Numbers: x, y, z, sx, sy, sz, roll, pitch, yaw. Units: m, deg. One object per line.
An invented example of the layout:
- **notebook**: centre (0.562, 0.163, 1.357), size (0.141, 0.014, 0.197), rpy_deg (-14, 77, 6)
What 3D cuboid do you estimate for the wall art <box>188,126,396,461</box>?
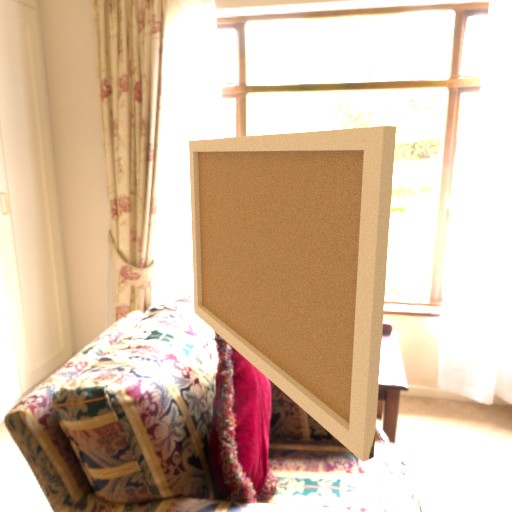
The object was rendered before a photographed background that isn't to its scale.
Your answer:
- **wall art**: centre (0.000, 0.000, 1.464), size (0.038, 0.767, 1.144), rpy_deg (-7, 15, -27)
